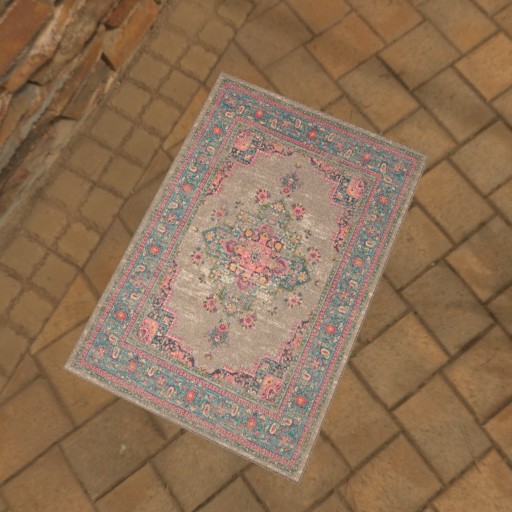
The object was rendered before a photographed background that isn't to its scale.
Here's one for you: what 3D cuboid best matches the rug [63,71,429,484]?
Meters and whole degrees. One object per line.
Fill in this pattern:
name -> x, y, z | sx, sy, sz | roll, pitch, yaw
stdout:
rug -> 0.000, 0.000, 3.653 | 2.005, 0.013, 2.890 | 24, 78, 5
